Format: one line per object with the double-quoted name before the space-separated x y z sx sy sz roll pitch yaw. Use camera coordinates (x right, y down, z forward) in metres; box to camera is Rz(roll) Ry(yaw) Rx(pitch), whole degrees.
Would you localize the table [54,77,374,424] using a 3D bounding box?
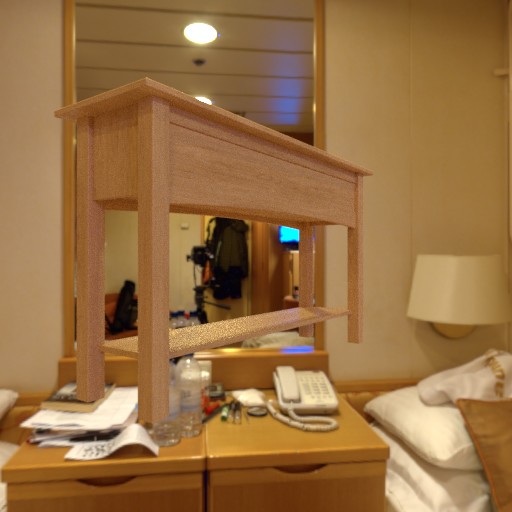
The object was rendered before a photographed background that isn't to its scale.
"table" 0.000 0.000 1.509 0.350 0.730 1.240 0 0 36
